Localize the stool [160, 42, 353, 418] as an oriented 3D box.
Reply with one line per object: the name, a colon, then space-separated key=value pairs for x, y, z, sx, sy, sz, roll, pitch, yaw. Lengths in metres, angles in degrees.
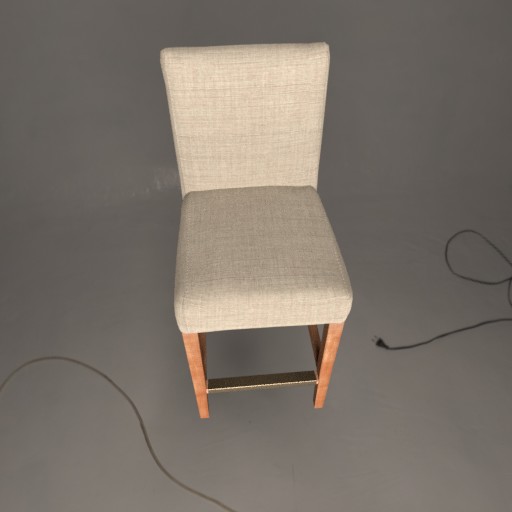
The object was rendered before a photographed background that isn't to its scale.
stool: x=0.000 y=0.000 z=1.335 sx=0.454 sy=1.039 sz=0.567 roll=-4 pitch=48 yaw=-3
